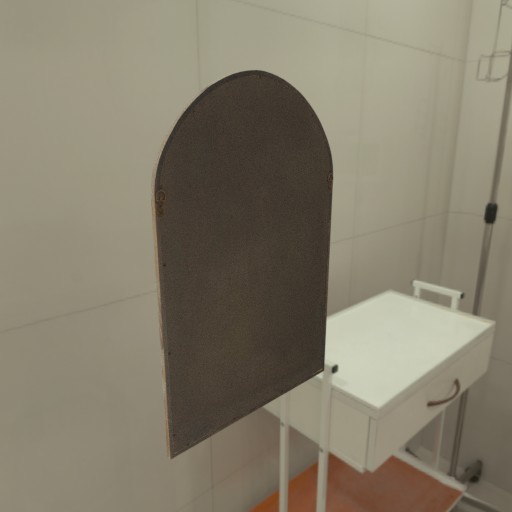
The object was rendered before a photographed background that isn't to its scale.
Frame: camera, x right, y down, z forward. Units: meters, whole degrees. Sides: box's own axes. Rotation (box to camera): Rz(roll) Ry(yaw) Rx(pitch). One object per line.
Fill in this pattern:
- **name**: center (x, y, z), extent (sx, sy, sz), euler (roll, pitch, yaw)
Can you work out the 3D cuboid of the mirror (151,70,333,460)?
- **mirror**: center (0.000, 0.000, 1.179), extent (0.609, 0.915, 0.032), euler (-14, 21, -42)
